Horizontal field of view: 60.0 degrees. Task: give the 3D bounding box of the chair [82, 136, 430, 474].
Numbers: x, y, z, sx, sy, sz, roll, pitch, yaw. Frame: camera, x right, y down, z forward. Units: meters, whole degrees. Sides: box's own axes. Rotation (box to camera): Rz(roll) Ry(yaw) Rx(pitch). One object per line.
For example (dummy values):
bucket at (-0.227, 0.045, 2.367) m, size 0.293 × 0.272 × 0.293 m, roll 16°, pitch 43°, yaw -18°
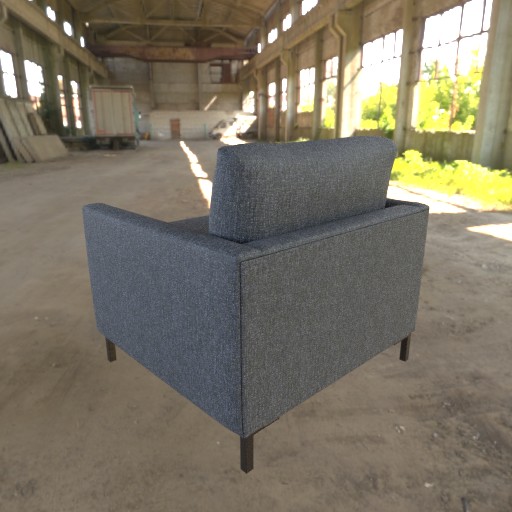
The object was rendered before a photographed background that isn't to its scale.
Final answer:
chair at (0.000, 0.000, 1.644) m, size 0.963 × 0.861 × 0.866 m, roll -15°, pitch 23°, yaw -41°
